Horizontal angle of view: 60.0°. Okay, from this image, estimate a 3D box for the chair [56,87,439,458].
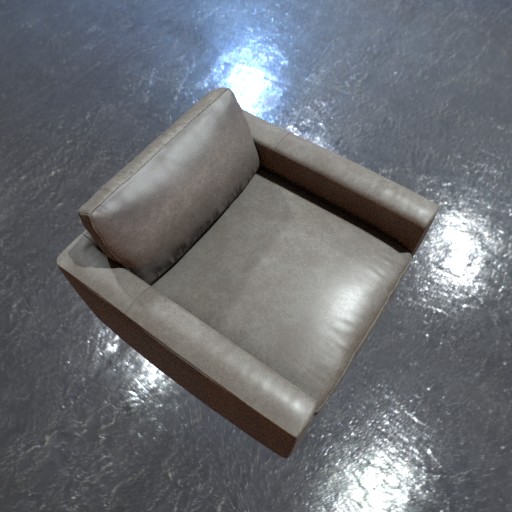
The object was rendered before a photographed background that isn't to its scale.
[{"bbox_3d":[0.000,0.000,1.810,1.080,0.807,1.106,31,64,17],"label":"chair"}]
